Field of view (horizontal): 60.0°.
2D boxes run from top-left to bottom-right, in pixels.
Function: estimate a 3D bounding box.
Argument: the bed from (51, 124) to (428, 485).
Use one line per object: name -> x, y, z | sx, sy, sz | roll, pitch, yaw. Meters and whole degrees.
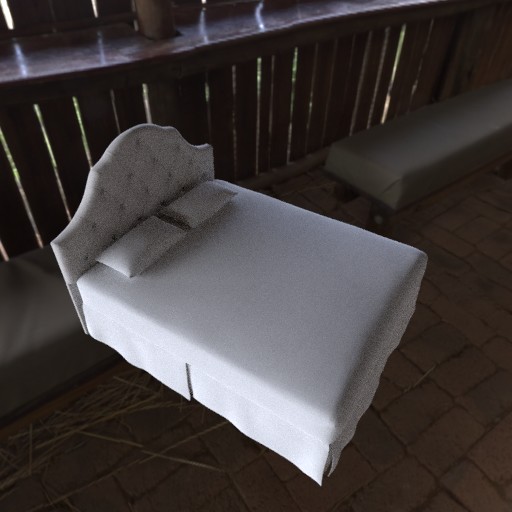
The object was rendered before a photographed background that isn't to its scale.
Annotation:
bed -> 0.000, 0.000, 3.661 | 2.477, 1.617, 2.039 | 23, 46, 24
